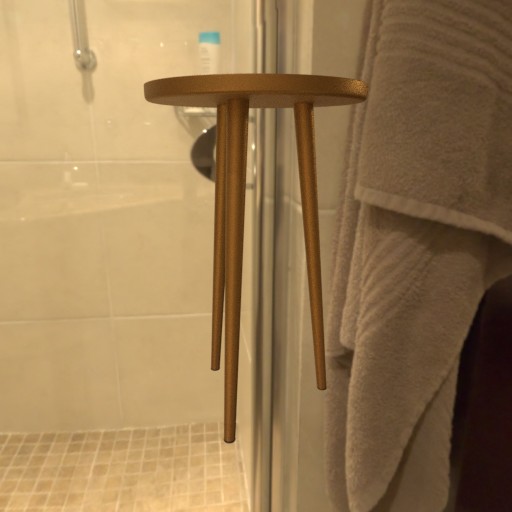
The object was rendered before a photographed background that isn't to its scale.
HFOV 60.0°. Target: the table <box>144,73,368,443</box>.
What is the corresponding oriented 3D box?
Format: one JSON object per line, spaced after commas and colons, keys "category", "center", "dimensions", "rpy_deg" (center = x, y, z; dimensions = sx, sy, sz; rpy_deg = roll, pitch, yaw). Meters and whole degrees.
{"category": "table", "center": [0.000, 0.000, 0.671], "dimensions": [0.299, 0.480, 0.299], "rpy_deg": [-15, 21, -42]}
